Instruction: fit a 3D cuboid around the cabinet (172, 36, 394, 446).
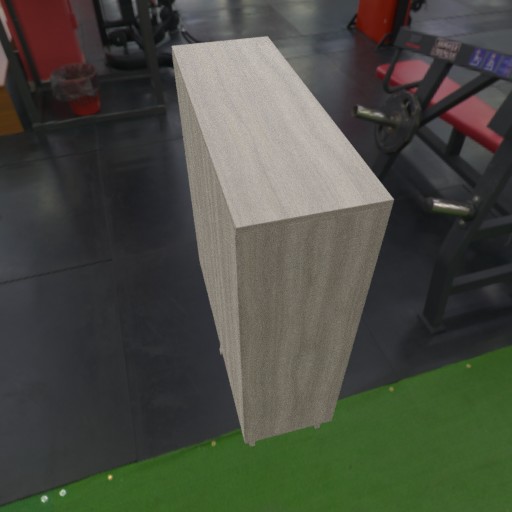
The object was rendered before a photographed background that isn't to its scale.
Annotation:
[{"bbox_3d":[0.000,0.000,1.912,0.398,1.388,1.111,-11,47,-10],"label":"cabinet"}]
